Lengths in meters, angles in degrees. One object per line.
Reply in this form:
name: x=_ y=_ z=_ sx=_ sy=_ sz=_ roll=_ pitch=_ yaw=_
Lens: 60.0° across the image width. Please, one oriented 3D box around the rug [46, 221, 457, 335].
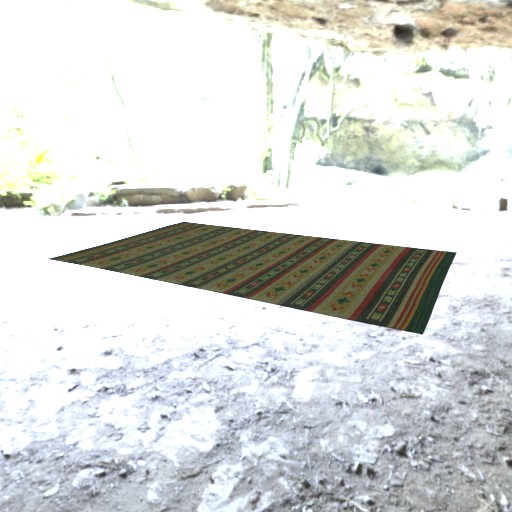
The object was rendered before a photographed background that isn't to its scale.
rug: x=0.000 y=0.000 z=3.093 sx=2.447 sy=0.011 sz=1.520 roll=8 pitch=18 yaw=28
